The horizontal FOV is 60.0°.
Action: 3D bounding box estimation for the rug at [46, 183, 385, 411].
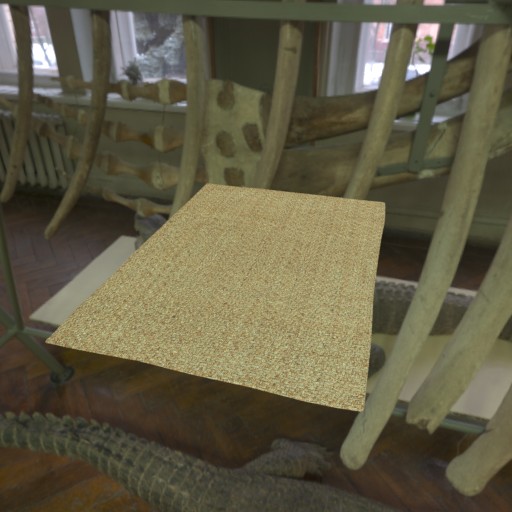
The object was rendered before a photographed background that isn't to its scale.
[{"bbox_3d":[0.000,0.000,2.859,1.566,0.013,2.141,8,32,13],"label":"rug"}]
